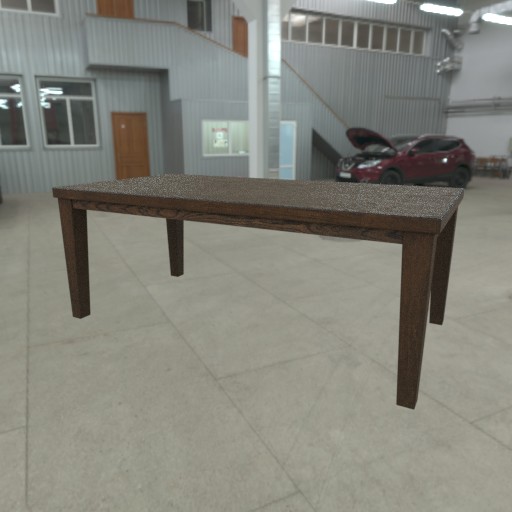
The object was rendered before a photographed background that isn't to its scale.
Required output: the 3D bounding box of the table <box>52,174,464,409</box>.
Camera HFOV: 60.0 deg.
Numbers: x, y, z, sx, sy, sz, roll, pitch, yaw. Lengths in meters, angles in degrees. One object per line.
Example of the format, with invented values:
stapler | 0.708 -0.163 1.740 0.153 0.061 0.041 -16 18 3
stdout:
table | 0.000 0.000 2.489 1.981 0.762 1.016 8 17 27
